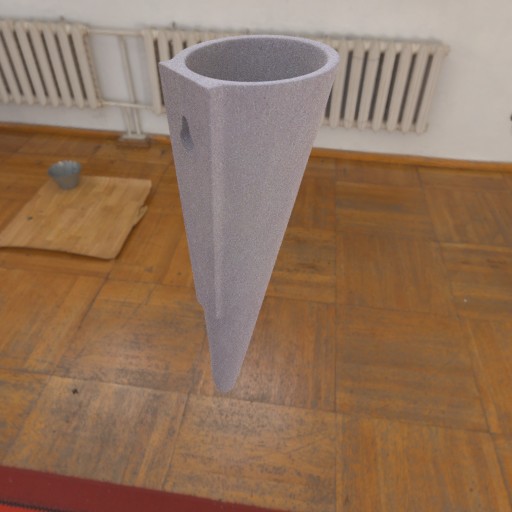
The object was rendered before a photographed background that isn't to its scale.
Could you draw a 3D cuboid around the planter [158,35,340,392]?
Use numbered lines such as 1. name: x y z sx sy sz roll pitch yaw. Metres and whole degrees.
1. planter: 0.000 0.000 0.303 0.087 0.259 0.078 -26 47 -27
